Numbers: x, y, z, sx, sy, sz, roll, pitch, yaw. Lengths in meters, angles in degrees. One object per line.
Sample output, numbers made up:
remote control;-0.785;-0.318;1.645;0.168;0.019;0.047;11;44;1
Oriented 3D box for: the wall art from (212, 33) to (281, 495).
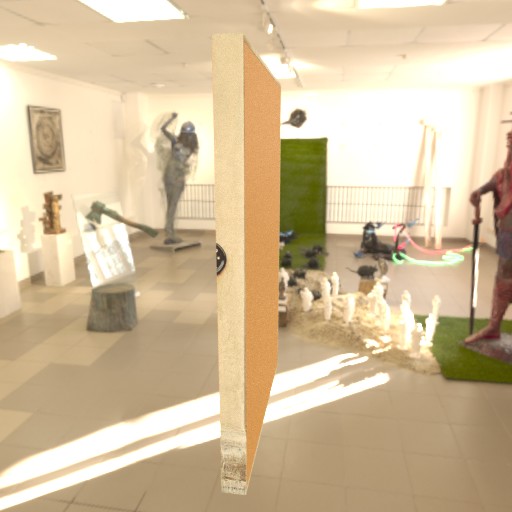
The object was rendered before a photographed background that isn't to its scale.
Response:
wall art;0.000;0.000;0.760;0.036;0.607;0.403;2;14;9
